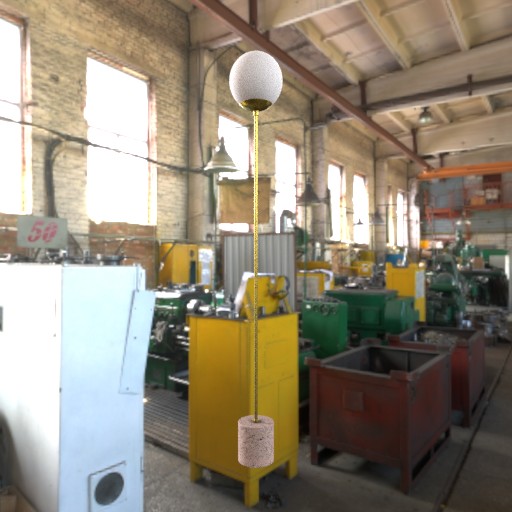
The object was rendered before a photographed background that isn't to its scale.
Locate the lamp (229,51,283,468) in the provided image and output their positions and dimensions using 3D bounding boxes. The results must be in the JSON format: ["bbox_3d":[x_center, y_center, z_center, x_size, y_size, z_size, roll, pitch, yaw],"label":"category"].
[{"bbox_3d":[0.000,0.000,1.907,0.229,1.748,0.229,0,0,0],"label":"lamp"}]
